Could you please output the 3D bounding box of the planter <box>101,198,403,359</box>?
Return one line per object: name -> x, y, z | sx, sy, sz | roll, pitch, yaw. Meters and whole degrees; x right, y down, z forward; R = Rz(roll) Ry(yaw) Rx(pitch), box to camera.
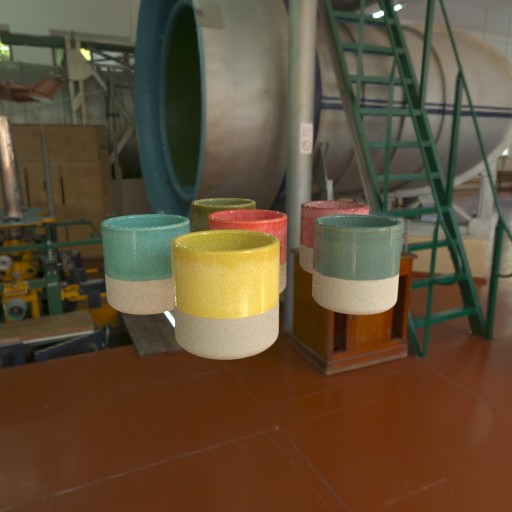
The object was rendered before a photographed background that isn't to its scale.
planter -> 0.000, 0.000, 0.417 | 0.257, 0.075, 0.286 | 2, 14, 9
